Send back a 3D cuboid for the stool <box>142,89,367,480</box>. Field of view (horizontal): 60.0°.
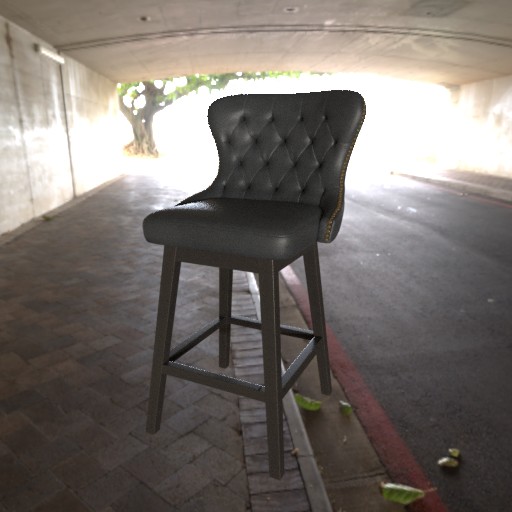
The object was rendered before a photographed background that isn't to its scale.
[{"bbox_3d":[0.000,0.000,1.329,0.528,0.971,0.593,7,17,25],"label":"stool"}]
